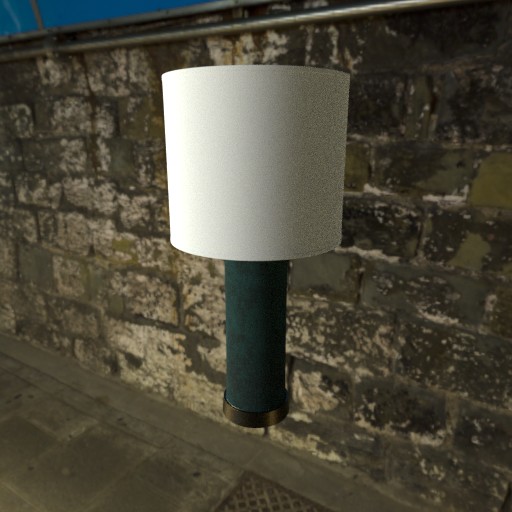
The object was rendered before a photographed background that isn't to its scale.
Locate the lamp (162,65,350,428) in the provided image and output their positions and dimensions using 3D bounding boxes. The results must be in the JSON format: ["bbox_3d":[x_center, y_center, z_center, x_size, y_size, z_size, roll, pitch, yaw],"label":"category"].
[{"bbox_3d":[0.000,0.000,0.804,0.301,0.630,0.301,-15,21,-42],"label":"lamp"}]
